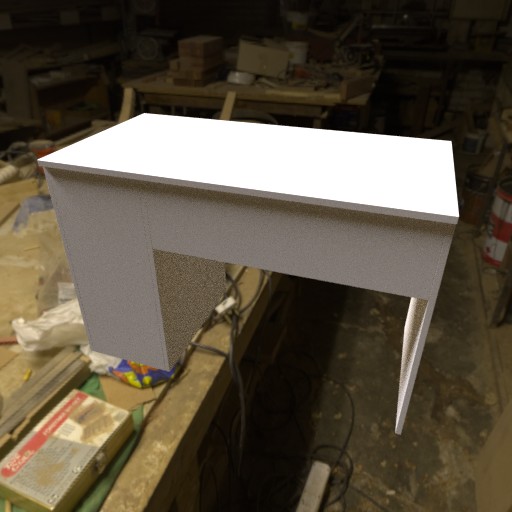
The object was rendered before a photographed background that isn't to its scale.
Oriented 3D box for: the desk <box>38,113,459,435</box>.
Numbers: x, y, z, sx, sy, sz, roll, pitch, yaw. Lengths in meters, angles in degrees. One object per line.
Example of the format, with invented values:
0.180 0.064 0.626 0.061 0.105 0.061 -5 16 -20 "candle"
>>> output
0.000 0.000 1.495 1.096 0.730 0.560 10 33 16 "desk"
